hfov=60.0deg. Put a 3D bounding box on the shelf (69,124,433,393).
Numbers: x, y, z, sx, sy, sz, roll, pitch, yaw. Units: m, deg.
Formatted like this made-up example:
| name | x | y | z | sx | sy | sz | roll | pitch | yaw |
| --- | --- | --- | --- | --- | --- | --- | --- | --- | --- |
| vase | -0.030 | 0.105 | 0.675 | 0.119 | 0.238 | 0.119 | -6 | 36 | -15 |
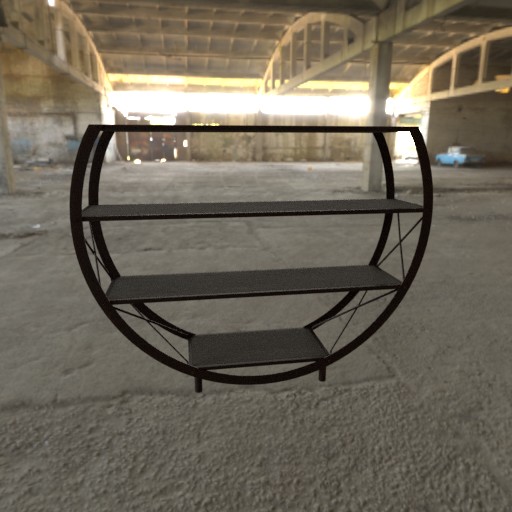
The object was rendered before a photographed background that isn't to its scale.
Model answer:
| name | x | y | z | sx | sy | sz | roll | pitch | yaw |
| --- | --- | --- | --- | --- | --- | --- | --- | --- | --- |
| shelf | 0.000 | 0.000 | 1.902 | 1.403 | 1.063 | 0.344 | -2 | 14 | -9 |
